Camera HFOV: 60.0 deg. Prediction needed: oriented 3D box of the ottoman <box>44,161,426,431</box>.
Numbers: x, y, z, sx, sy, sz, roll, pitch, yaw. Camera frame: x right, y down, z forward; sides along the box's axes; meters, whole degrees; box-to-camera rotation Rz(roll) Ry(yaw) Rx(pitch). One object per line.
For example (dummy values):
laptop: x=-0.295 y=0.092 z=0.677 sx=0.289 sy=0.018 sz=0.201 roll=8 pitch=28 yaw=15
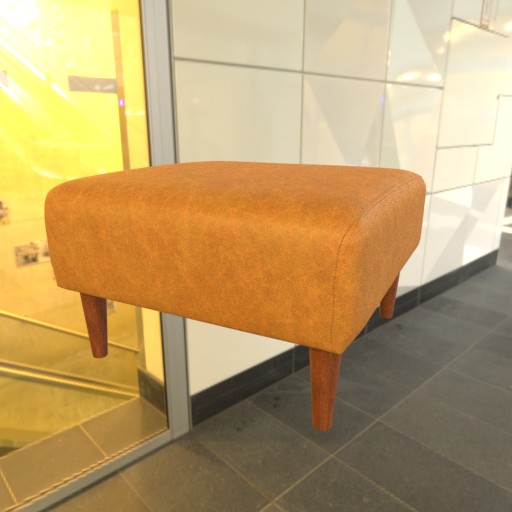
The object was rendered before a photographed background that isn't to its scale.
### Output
ottoman: x=0.000 y=0.000 z=1.030 sx=0.650 sy=0.399 sz=0.650 roll=8 pitch=19 yaw=26
